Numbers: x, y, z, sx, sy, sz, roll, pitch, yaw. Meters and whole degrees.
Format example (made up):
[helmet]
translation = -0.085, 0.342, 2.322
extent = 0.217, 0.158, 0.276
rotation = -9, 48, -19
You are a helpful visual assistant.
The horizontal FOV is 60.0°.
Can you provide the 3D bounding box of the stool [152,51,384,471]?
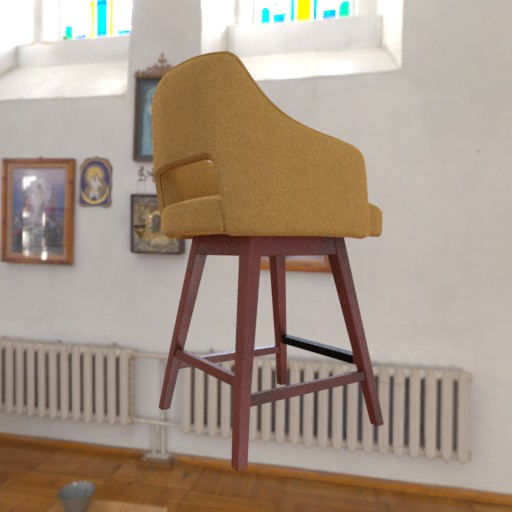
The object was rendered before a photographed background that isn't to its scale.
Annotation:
[stool]
translation = 0.000, 0.000, 1.254
extent = 0.558, 0.924, 0.548
rotation = -1, 1, -33
